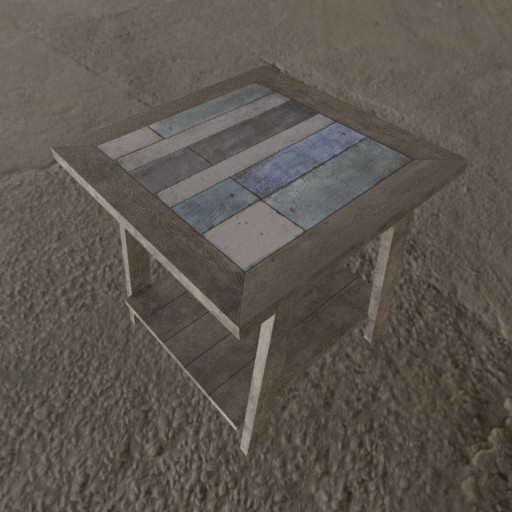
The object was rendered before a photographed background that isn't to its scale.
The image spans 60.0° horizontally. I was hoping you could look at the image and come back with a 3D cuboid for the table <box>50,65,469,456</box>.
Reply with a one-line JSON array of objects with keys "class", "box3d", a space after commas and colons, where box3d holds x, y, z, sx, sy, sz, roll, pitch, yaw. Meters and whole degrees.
[{"class": "table", "box3d": [0.000, 0.000, 1.130, 0.610, 0.610, 0.610, -33, 55, -27]}]
